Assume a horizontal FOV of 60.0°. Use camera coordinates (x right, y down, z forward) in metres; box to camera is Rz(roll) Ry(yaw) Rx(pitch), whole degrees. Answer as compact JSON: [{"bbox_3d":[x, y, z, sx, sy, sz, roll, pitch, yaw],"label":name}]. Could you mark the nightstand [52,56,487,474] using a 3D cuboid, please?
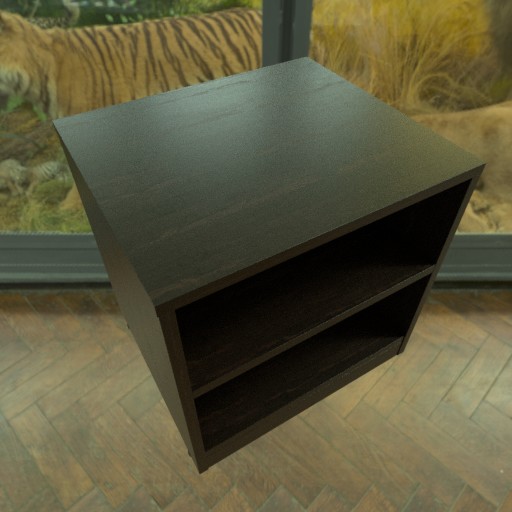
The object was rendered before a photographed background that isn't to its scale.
[{"bbox_3d":[0.000,0.000,0.826,0.489,0.487,0.427,-23,50,-21],"label":"nightstand"}]
